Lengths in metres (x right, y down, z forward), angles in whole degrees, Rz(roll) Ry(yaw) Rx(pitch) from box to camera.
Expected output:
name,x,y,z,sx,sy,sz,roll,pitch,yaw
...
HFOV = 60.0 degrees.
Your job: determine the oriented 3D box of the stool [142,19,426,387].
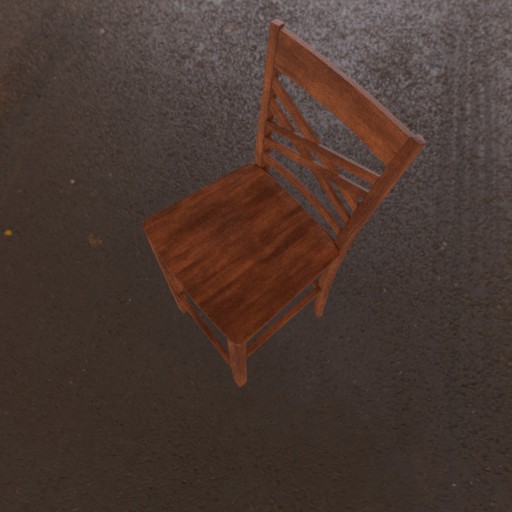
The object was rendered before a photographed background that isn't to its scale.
name,x,y,z,sx,sy,sz,roll,pitch,yaw
stool,0.000,0.000,1.327,0.487,1.105,0.433,-36,70,-15
